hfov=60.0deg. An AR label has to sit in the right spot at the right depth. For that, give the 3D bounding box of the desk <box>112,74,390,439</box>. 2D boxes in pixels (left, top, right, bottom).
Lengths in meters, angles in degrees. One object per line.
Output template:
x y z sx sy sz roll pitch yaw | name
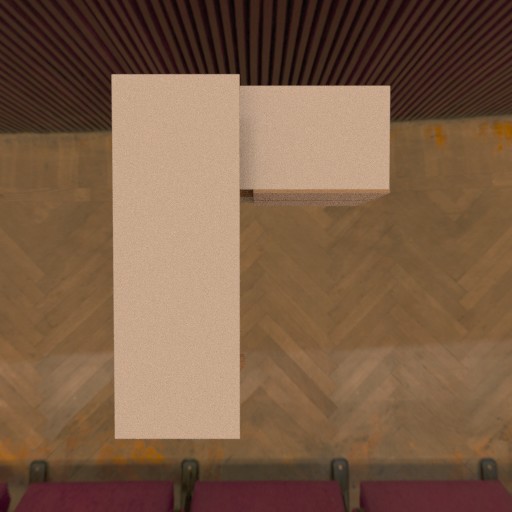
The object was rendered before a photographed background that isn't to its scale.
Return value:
0.000 0.000 2.082 1.098 0.755 1.404 0 92 0 | desk
